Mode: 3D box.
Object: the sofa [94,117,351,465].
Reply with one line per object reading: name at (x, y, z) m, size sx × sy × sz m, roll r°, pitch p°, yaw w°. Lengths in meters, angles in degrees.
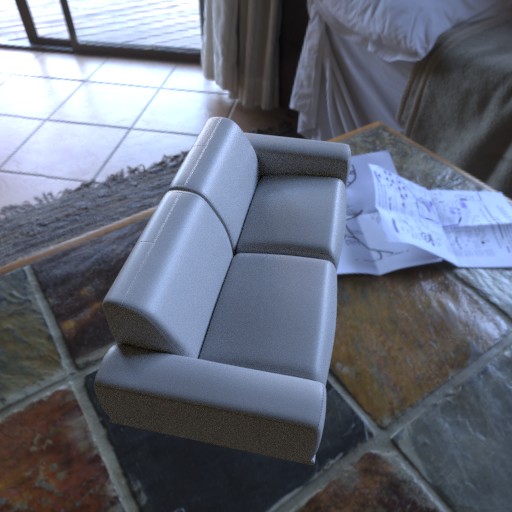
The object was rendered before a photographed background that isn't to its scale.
sofa at (0.000, 0.000, 2.340) m, size 0.900 × 0.772 × 1.901 m, roll 8°, pitch 46°, yaw 8°
